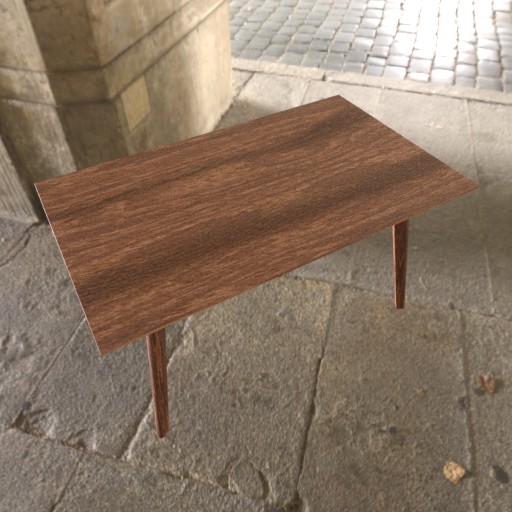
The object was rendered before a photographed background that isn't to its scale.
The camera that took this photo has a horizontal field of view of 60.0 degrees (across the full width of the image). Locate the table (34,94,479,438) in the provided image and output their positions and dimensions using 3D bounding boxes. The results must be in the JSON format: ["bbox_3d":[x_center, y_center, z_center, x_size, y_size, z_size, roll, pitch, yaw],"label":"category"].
[{"bbox_3d":[0.000,0.000,1.823,1.349,0.724,0.801,-23,50,-21],"label":"table"}]
